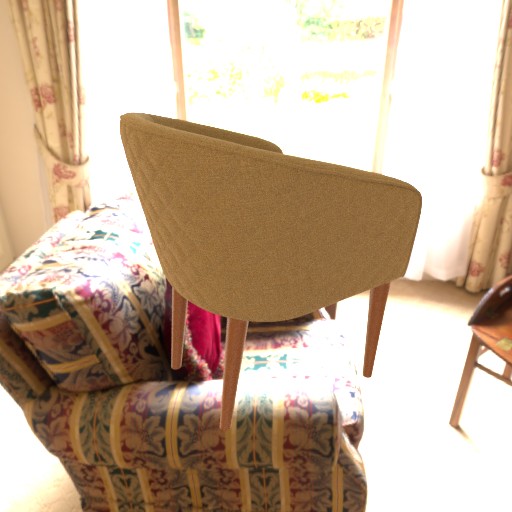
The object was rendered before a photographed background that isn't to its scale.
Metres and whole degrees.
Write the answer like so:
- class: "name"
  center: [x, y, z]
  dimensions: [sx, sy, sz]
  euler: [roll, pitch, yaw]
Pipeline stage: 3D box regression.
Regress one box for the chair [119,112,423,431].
- class: "chair"
  center: [0.000, 0.000, 1.212]
  dimensions: [0.616, 0.775, 0.584]
  euler: [-18, 32, -31]
